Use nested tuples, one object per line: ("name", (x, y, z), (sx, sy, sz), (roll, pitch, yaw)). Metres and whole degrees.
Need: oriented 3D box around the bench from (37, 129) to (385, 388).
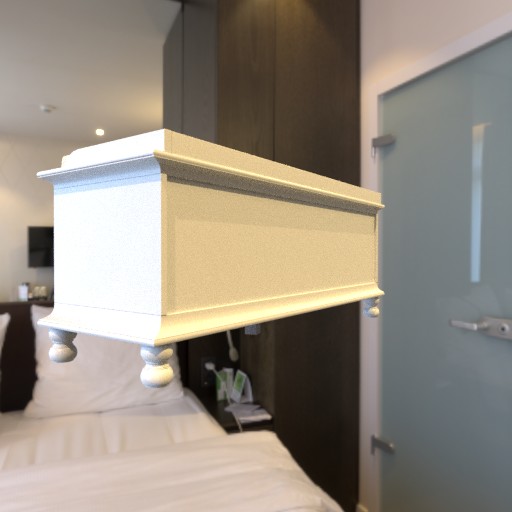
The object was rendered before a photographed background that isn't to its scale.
("bench", (0.000, 0.000, 1.393), (0.402, 0.486, 1.185), (0, 1, 36))
